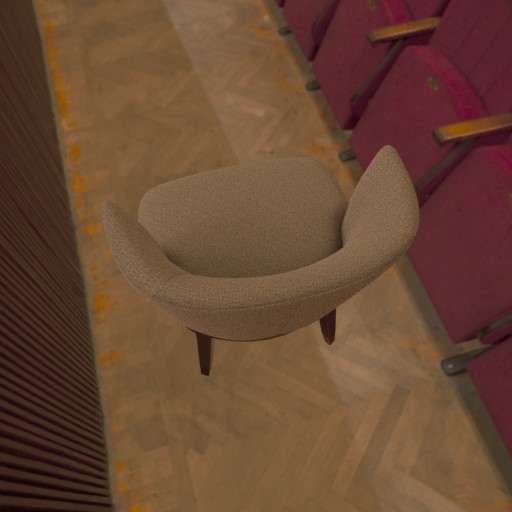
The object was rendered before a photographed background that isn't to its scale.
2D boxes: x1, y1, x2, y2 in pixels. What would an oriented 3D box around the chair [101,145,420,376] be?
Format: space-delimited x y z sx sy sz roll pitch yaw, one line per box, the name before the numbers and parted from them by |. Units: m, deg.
chair | 0.000 0.000 1.294 0.700 0.760 0.660 -13 59 -8
